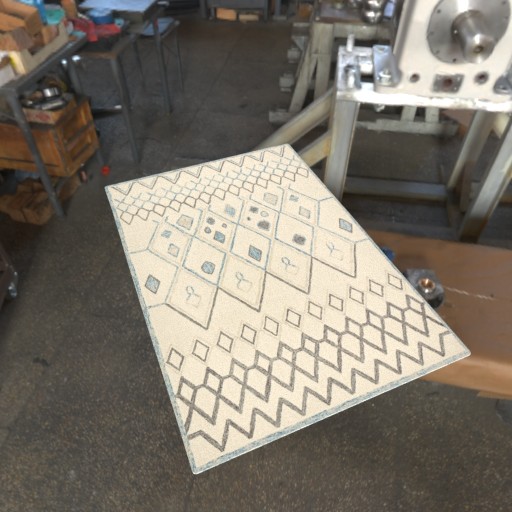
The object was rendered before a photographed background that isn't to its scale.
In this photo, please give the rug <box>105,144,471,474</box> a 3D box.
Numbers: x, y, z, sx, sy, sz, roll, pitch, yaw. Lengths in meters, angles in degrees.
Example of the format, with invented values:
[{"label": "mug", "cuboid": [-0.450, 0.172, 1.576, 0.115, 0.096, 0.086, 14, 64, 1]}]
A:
[{"label": "rug", "cuboid": [0.000, 0.000, 2.331, 1.260, 0.009, 1.820, -17, 48, -16]}]
